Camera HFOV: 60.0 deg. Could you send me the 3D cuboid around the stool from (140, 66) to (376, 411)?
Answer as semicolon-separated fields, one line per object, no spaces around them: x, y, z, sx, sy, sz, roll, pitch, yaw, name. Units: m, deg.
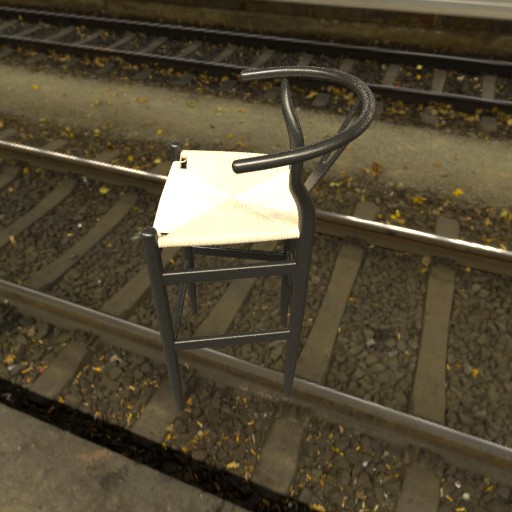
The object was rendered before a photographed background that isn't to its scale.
0.000;0.000;1.436;0.579;1.072;0.569;0;41;0;stool
